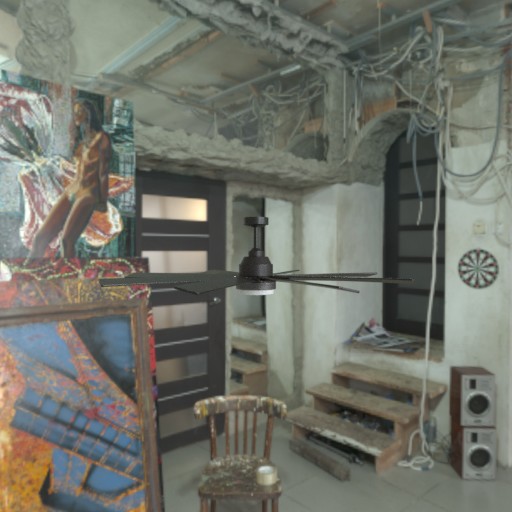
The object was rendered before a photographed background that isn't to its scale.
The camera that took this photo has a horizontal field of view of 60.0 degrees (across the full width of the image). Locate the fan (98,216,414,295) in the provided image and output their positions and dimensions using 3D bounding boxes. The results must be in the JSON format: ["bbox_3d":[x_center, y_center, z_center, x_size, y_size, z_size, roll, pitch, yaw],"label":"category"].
[{"bbox_3d":[0.000,0.000,2.728,1.830,0.472,1.830,0,1,19],"label":"fan"}]
